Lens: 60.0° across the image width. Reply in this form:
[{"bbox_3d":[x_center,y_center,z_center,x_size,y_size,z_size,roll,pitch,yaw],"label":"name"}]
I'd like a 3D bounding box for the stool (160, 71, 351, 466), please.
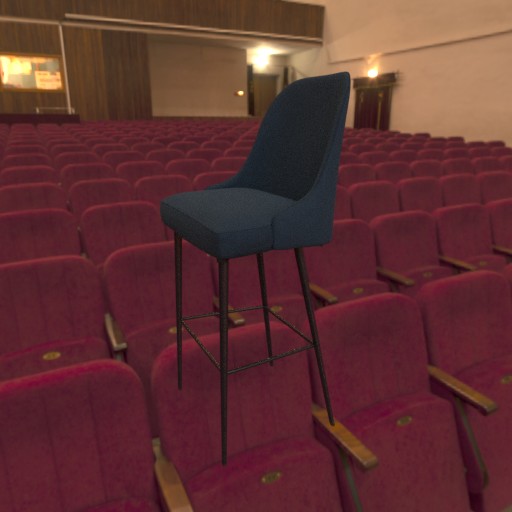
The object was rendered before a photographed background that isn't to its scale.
[{"bbox_3d":[0.000,0.000,1.391,0.489,1.079,0.527,-8,18,-25],"label":"stool"}]
